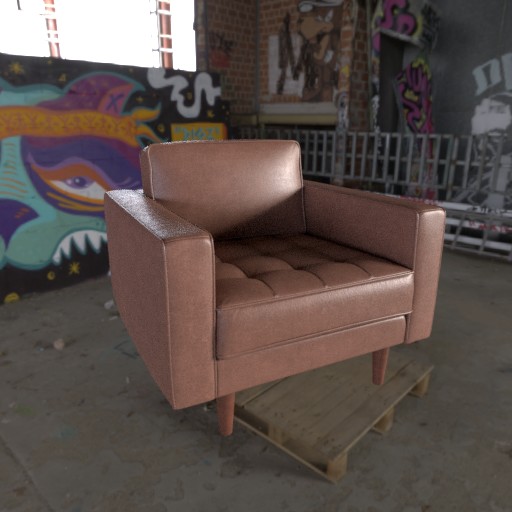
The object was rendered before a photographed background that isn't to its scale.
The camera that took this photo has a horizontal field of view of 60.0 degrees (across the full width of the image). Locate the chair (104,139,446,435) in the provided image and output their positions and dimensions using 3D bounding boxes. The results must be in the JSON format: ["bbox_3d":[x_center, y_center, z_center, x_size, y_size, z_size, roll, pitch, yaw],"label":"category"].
[{"bbox_3d":[0.000,0.000,1.558,0.920,0.770,0.900,-8,19,-25],"label":"chair"}]
